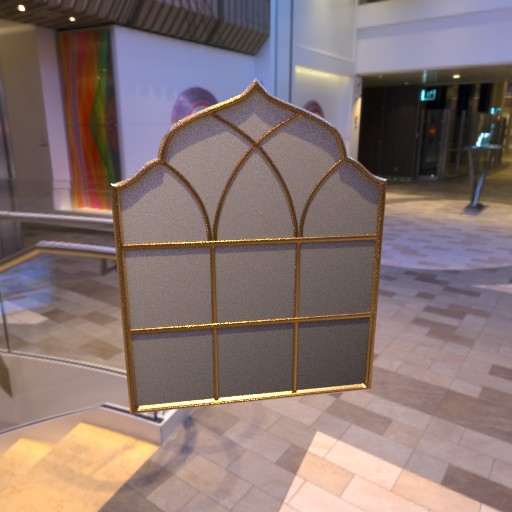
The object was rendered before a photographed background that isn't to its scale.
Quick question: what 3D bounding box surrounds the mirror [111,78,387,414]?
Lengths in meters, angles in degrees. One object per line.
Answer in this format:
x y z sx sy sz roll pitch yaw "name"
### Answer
0.000 0.000 0.846 0.513 0.635 0.018 -3 16 -10 "mirror"
